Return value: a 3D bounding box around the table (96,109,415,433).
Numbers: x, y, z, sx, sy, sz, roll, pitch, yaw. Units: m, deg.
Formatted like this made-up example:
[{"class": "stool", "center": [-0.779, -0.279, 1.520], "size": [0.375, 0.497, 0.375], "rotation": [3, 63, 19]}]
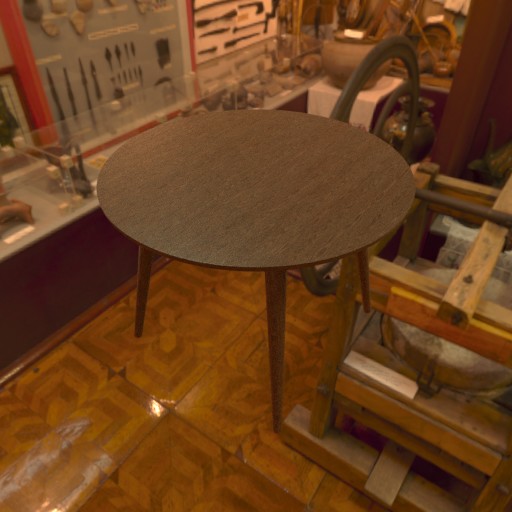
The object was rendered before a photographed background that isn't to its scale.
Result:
[{"class": "table", "center": [0.000, 0.000, 1.766], "size": [1.053, 0.786, 1.053], "rotation": [0, 39, 0]}]
